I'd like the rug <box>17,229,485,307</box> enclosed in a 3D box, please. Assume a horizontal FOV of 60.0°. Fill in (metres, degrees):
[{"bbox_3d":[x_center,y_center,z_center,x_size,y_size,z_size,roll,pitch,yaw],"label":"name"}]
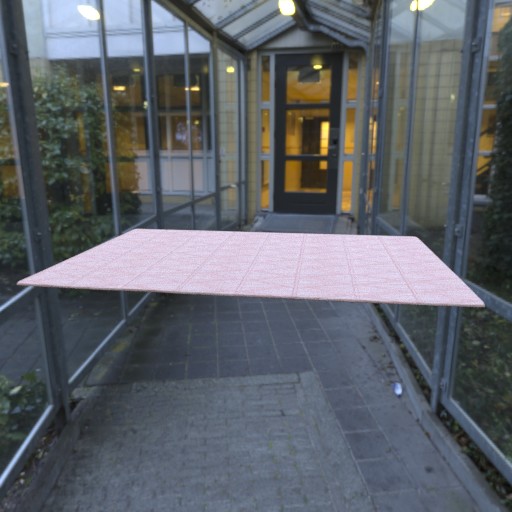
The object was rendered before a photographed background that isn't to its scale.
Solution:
[{"bbox_3d":[0.000,0.000,2.970,2.390,0.015,1.609,2,14,8],"label":"rug"}]
